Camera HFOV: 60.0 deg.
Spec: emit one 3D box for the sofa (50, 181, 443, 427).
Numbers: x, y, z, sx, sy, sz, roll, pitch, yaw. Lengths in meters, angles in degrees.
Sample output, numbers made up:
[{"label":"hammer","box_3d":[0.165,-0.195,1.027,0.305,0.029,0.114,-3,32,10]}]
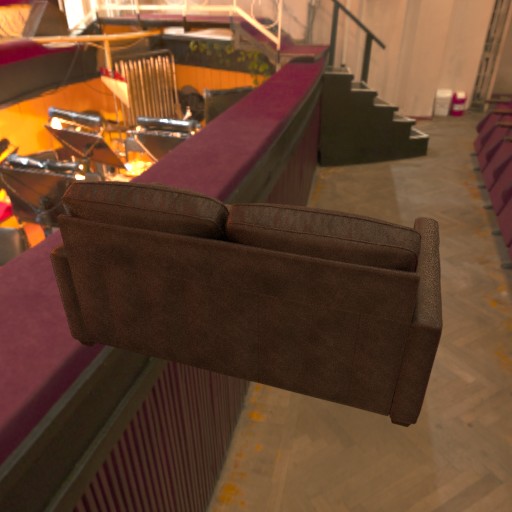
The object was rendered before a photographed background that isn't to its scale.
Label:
[{"label":"sofa","box_3d":[0.000,0.000,2.238,1.732,0.916,0.939,10,32,16]}]
